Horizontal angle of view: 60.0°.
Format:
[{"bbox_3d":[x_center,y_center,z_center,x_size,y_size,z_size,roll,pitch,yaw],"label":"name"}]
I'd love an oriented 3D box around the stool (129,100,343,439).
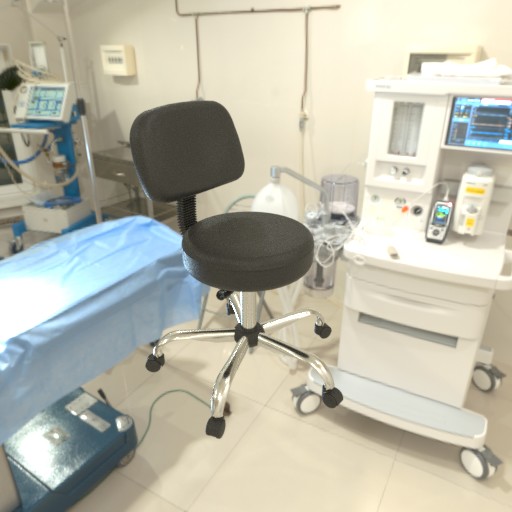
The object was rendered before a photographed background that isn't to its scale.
[{"bbox_3d":[0.000,0.000,1.362,0.648,0.862,0.673,18,31,33],"label":"stool"}]
